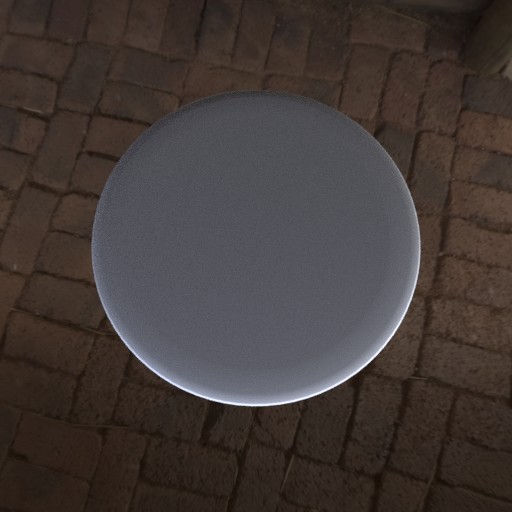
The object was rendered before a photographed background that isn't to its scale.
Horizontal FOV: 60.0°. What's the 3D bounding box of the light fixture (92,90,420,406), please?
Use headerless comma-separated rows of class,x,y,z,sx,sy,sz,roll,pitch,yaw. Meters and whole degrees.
light fixture,0.000,0.000,0.639,0.393,0.229,0.393,0,76,0
